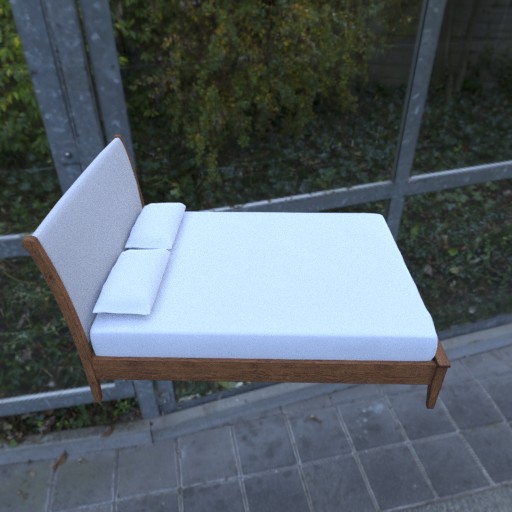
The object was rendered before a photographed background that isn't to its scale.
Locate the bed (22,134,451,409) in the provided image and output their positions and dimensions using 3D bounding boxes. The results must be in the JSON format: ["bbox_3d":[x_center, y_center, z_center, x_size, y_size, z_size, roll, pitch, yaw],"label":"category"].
[{"bbox_3d":[0.000,0.000,2.898,2.108,1.135,1.502,1,34,1],"label":"bed"}]
